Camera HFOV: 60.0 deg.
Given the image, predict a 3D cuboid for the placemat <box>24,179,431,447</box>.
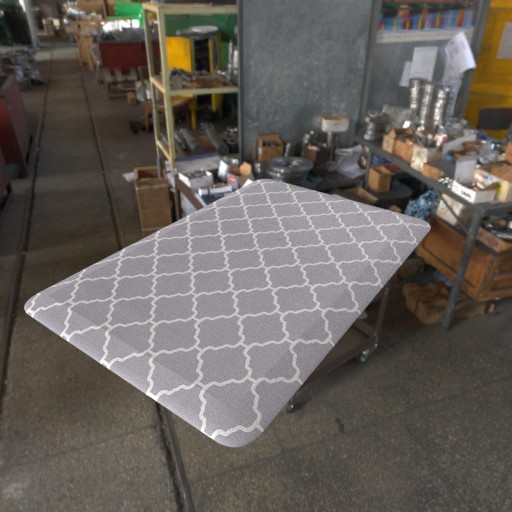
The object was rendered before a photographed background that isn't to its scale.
[{"bbox_3d":[0.000,0.000,0.923,0.508,0.021,0.762,21,37,30],"label":"placemat"}]
